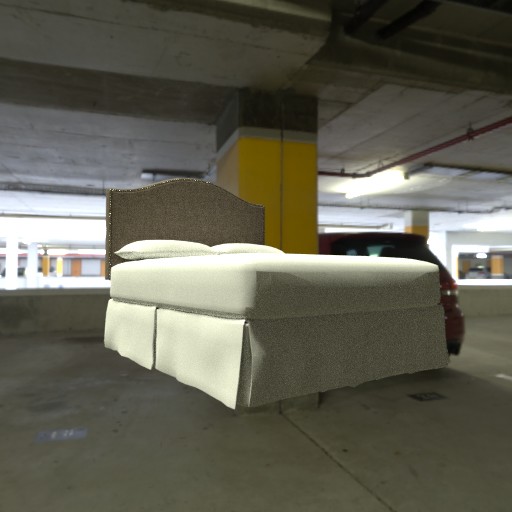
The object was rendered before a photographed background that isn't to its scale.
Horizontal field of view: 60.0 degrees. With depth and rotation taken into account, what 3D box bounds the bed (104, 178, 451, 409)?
[{"bbox_3d":[0.000,0.000,3.318,1.713,1.518,2.153,2,-3,-36],"label":"bed"}]
